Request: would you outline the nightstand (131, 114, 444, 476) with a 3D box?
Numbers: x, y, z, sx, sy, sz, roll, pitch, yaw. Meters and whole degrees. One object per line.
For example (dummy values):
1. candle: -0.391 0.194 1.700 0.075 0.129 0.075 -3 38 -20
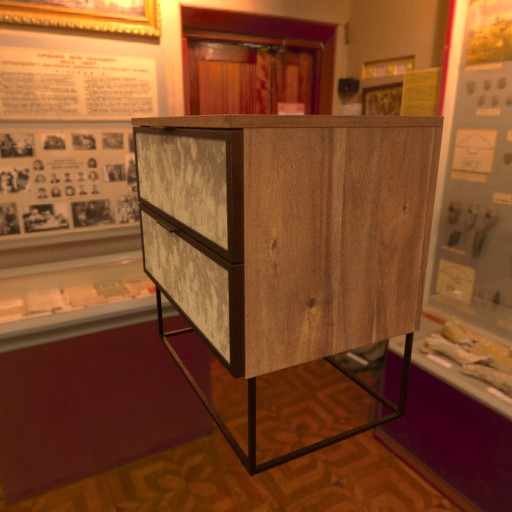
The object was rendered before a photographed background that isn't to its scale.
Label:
1. nightstand: 0.000 0.000 1.023 0.427 0.611 0.605 -8 19 -26
